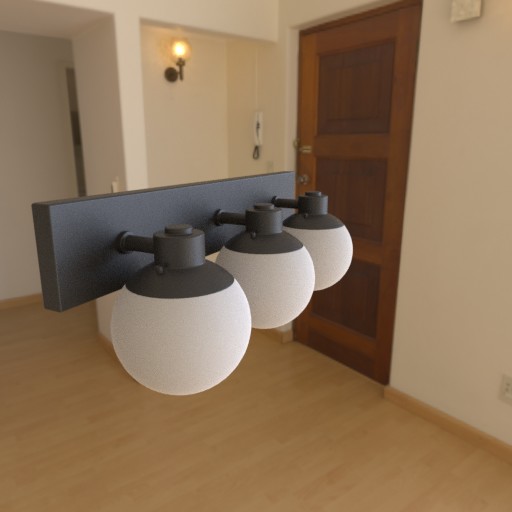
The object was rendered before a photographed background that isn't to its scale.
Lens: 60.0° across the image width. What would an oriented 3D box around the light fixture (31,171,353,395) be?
[{"bbox_3d":[0.000,0.000,0.811,0.218,0.263,0.721,7,16,27],"label":"light fixture"}]
